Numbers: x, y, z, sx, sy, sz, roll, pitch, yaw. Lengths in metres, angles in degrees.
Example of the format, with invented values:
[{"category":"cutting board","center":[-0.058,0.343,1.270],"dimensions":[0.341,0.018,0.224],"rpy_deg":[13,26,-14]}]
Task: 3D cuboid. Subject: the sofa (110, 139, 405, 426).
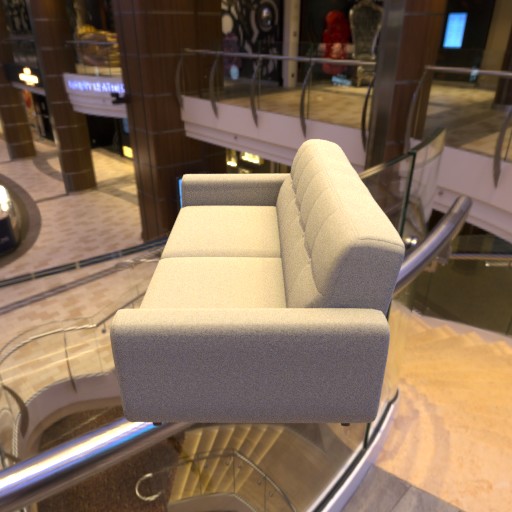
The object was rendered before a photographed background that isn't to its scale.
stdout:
[{"category":"sofa","center":[0.000,0.000,2.229],"dimensions":[0.980,0.892,1.655],"rpy_deg":[0,28,0]}]
